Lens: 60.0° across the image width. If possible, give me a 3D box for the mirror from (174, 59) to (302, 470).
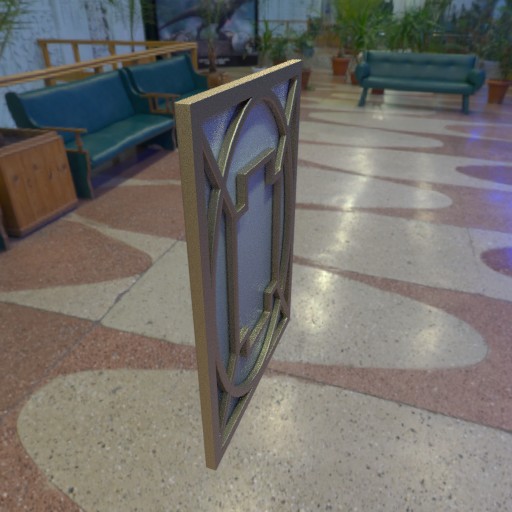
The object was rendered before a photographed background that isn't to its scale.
[{"bbox_3d":[0.000,0.000,1.343,0.032,1.023,0.756,10,31,18],"label":"mirror"}]
